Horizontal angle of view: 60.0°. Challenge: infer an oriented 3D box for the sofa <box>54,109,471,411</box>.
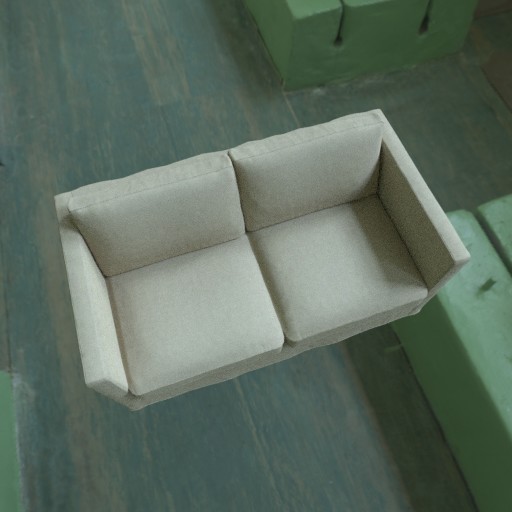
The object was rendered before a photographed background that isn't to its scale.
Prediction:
[{"bbox_3d":[0.000,0.000,2.251,1.719,0.835,0.962,-17,65,-8],"label":"sofa"}]
